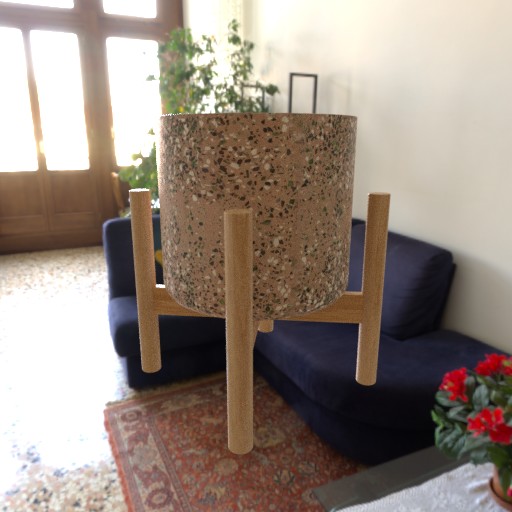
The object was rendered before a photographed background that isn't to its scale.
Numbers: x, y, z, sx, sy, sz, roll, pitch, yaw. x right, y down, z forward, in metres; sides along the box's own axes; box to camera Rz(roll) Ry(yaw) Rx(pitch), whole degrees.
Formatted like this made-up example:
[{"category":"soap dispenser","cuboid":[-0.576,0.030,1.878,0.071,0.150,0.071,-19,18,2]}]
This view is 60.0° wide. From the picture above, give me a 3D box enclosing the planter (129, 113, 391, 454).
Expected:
[{"category":"planter","cuboid":[0.000,0.000,0.538,0.284,0.320,0.284,8,17,28]}]
